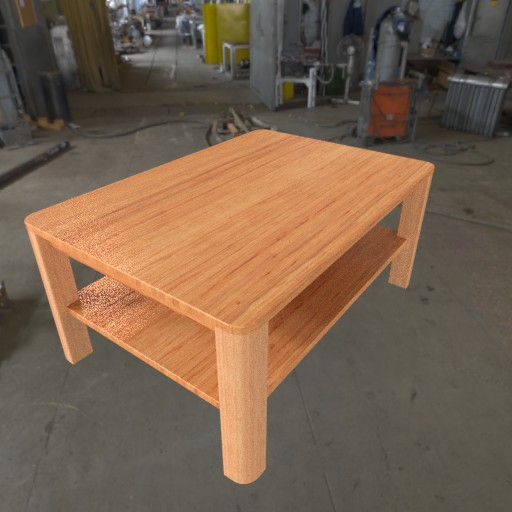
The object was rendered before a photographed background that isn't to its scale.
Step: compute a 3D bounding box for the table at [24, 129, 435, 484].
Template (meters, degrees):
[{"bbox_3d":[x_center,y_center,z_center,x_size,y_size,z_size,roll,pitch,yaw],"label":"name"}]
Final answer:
[{"bbox_3d":[0.000,0.000,1.349,0.696,0.445,0.997,21,37,31],"label":"table"}]
